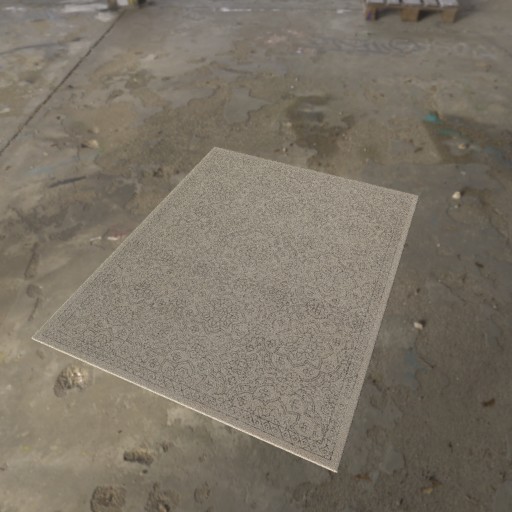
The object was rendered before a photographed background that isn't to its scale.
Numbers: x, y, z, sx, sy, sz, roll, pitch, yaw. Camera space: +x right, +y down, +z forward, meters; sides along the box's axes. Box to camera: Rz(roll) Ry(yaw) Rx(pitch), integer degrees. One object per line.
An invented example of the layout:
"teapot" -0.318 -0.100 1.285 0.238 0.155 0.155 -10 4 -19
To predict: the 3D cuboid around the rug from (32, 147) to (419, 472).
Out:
"rug" 0.000 0.000 4.055 2.441 0.015 3.050 17 47 17
